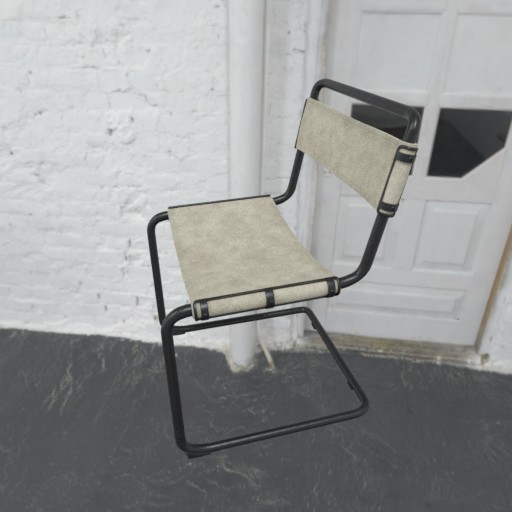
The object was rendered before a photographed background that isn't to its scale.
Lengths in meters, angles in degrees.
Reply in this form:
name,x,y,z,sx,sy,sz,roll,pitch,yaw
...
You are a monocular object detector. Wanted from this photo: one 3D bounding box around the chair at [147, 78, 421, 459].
name,x,y,z,sx,sy,sz,roll,pitch,yaw
chair,0.000,0.000,1.080,0.497,0.747,0.499,-8,30,-13
